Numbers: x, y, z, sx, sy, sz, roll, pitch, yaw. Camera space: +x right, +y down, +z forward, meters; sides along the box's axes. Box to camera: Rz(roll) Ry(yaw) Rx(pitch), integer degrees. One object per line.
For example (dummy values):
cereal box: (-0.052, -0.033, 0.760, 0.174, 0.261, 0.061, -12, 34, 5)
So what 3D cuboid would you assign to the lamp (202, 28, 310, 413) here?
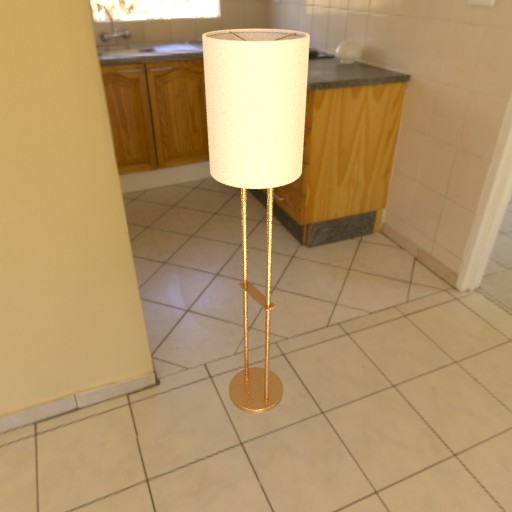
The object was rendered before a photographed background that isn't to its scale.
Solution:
lamp: (0.000, 0.000, 1.667, 0.305, 1.500, 0.306, -20, 37, -28)
